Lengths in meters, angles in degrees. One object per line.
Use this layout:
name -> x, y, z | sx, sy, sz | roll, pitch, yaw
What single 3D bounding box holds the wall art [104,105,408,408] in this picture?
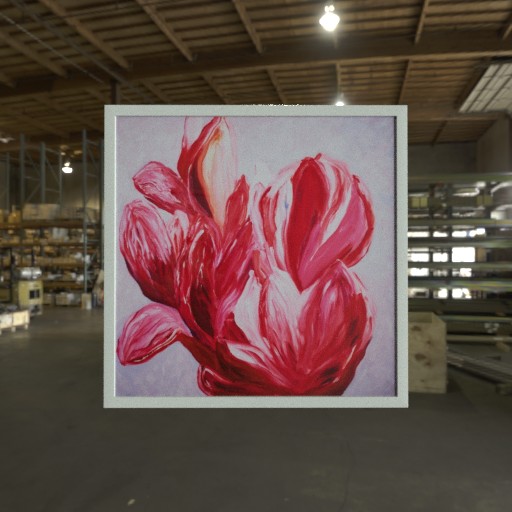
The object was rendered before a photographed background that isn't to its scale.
wall art -> 0.000, 0.000, 1.186 | 0.805, 0.803, 0.022 | 0, 0, 0
